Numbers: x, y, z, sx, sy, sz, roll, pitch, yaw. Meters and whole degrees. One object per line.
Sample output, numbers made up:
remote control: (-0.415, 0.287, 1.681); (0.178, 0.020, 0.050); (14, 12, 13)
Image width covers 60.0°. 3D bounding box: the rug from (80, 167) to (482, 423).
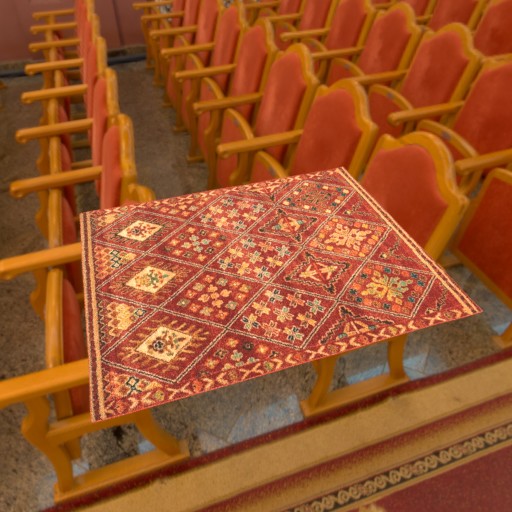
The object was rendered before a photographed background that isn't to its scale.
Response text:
rug: (0.000, 0.000, 4.133); (3.086, 0.030, 2.489); (-12, 42, -14)
